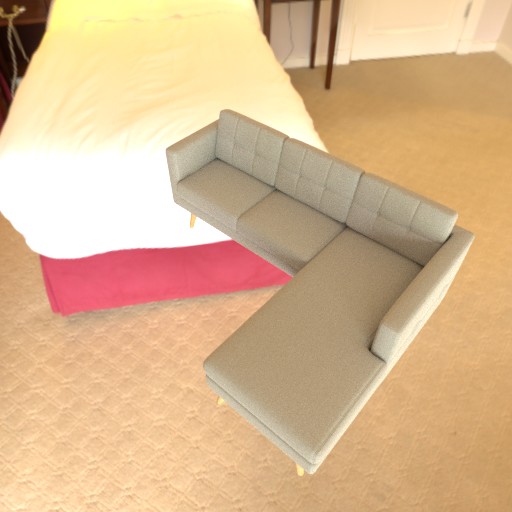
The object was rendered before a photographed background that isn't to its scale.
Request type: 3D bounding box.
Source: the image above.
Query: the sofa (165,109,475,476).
[{"bbox_3d":[0.000,0.000,2.787,2.040,0.860,1.530,32,54,27],"label":"sofa"}]
